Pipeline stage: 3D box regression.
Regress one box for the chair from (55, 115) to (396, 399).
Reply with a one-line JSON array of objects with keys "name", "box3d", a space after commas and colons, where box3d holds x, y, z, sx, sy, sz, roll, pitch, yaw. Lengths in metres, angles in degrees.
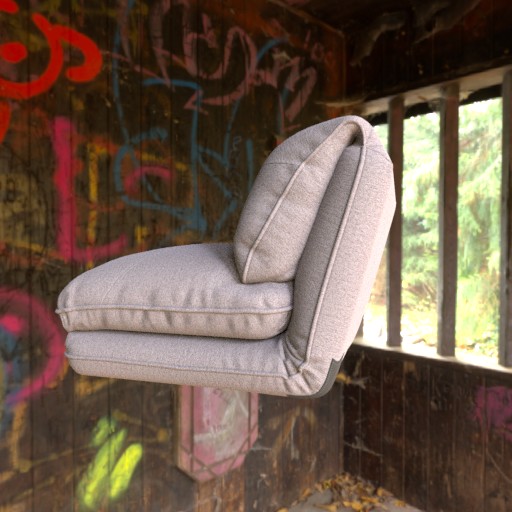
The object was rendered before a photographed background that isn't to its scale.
[{"name": "chair", "box3d": [0.000, 0.000, 1.307, 0.780, 0.580, 0.820, 0, 1, 18]}]
